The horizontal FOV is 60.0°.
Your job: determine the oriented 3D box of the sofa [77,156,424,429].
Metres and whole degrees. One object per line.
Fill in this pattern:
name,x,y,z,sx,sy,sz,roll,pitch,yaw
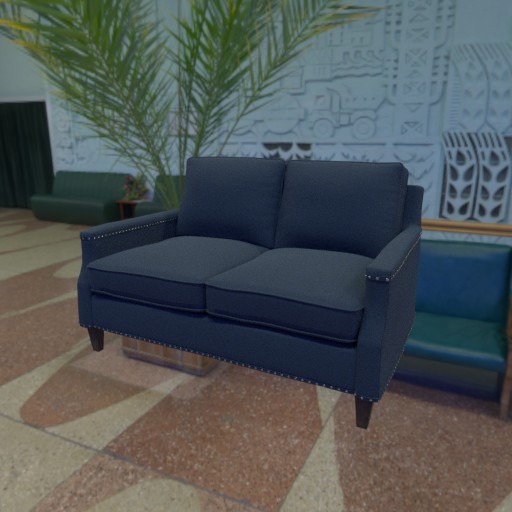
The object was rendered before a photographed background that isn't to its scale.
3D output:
sofa,0.000,0.000,2.365,1.597,1.003,1.084,7,16,26
